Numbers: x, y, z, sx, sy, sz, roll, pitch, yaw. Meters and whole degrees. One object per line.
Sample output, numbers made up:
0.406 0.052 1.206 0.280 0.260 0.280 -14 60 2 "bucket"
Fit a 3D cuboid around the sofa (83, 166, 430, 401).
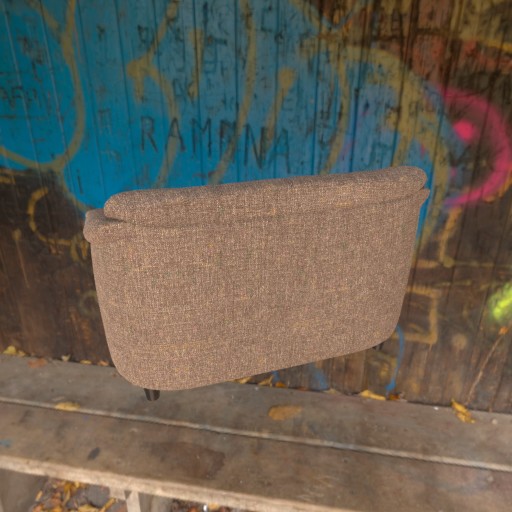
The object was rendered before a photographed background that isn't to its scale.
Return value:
0.000 0.000 2.002 1.404 0.895 0.799 -8 27 -17 "sofa"
